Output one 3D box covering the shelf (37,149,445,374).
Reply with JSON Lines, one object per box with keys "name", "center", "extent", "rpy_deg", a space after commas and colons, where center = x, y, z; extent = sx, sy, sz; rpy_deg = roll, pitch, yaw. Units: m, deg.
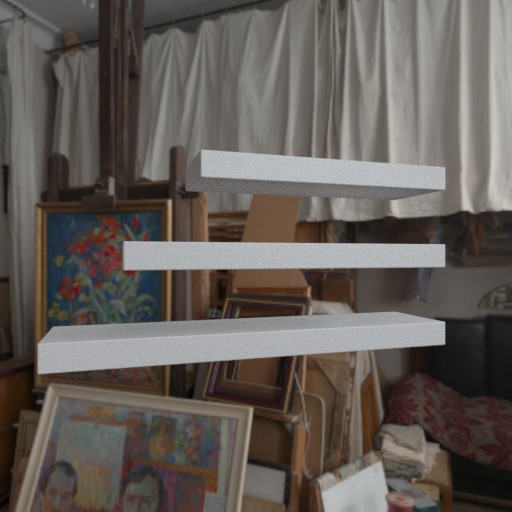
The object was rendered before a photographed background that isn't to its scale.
{"name": "shelf", "center": [0.000, 0.000, 0.705], "extent": [0.610, 0.293, 0.140], "rpy_deg": [0, 0, -17]}
